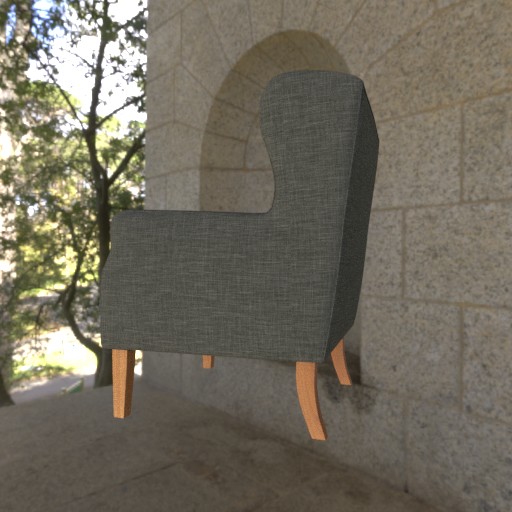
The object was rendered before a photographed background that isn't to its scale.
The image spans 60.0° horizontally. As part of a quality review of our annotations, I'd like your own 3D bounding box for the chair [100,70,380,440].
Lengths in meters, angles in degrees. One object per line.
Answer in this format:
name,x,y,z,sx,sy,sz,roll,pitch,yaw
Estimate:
chair,0.000,0.000,1.498,0.775,0.953,0.711,0,0,19
